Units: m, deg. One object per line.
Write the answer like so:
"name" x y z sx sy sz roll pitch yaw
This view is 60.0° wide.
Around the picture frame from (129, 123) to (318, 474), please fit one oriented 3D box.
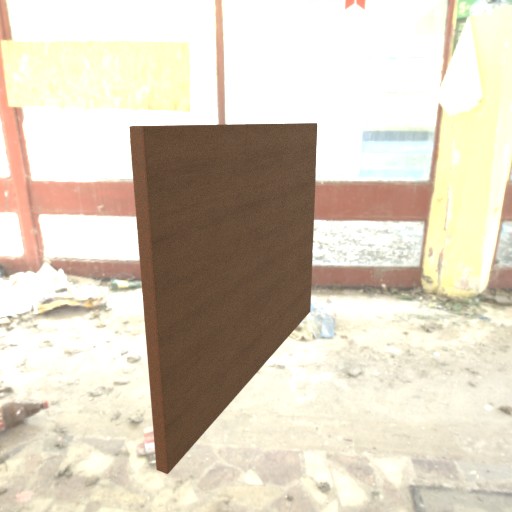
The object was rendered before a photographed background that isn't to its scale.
"picture frame" 0.000 0.000 1.780 0.045 1.018 1.329 8 19 24
